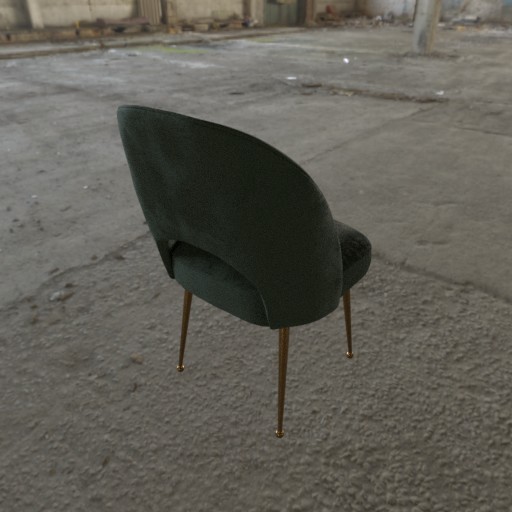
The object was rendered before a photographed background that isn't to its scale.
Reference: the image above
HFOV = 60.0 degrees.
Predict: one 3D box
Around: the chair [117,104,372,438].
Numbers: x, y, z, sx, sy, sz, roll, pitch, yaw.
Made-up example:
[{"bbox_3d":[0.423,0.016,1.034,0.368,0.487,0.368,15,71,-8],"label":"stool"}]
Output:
[{"bbox_3d":[0.000,0.000,1.191,0.527,0.860,0.577,22,37,33],"label":"chair"}]
